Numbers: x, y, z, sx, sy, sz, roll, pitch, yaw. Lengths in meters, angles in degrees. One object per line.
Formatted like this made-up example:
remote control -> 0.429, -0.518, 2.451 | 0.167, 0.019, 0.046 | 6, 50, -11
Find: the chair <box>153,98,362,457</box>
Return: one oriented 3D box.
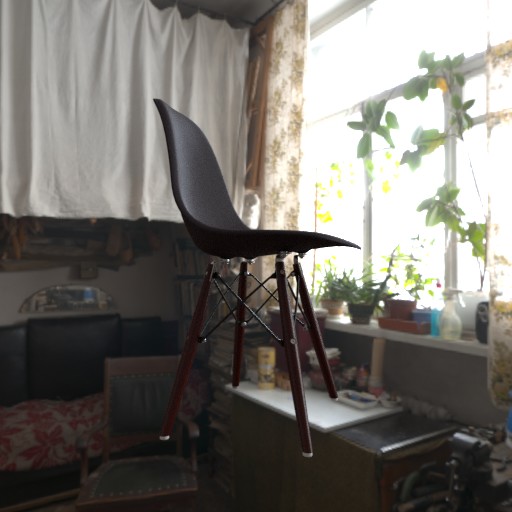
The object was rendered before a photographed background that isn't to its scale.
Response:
chair -> 0.000, 0.000, 1.152 | 0.533, 0.826, 0.470 | 0, -1, 18
